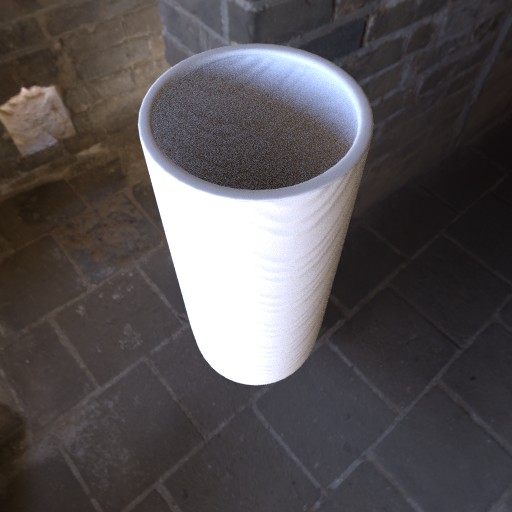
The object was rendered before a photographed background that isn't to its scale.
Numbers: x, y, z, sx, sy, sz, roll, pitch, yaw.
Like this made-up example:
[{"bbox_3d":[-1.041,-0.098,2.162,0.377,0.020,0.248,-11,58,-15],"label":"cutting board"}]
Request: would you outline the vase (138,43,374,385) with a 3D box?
[{"bbox_3d":[0.000,0.000,0.393,0.143,0.316,0.143,0,57,0],"label":"vase"}]
